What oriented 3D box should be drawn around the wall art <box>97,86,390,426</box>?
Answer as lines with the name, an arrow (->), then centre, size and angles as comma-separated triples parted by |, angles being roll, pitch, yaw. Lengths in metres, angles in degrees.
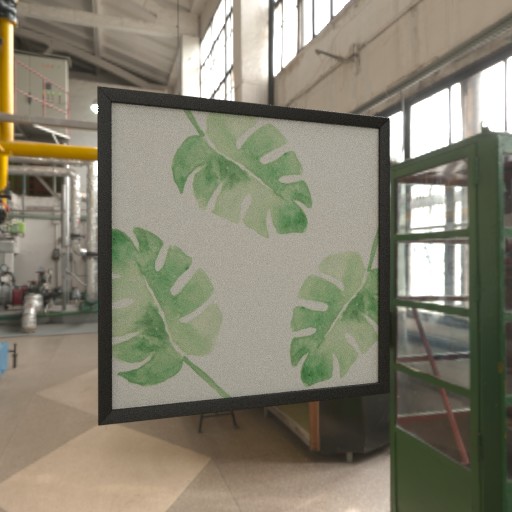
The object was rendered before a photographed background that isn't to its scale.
wall art -> 0.000, 0.000, 0.756 | 0.508, 0.508, 0.036 | 0, 0, -18
